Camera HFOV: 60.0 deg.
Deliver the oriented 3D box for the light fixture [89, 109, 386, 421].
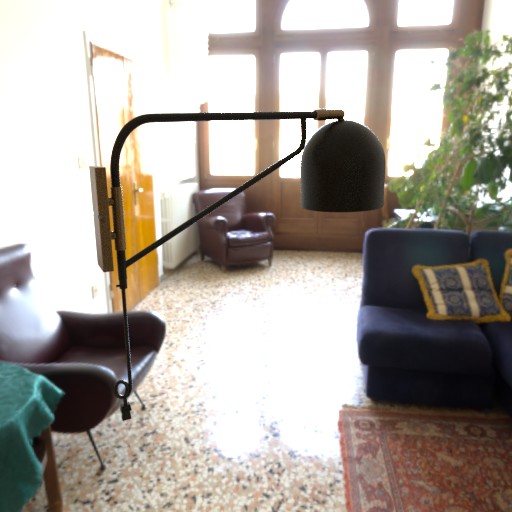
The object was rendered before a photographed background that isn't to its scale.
[{"bbox_3d":[0.000,0.000,1.075,0.720,0.696,0.215,-7,15,-27],"label":"light fixture"}]
